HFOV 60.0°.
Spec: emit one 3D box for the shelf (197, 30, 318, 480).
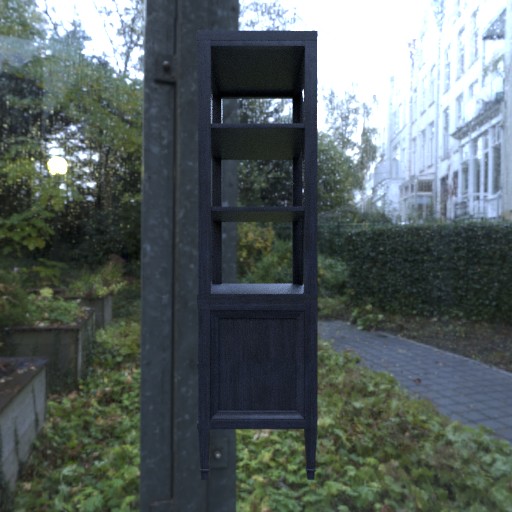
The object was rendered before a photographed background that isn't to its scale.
[{"bbox_3d":[0.000,0.000,1.989,0.472,1.727,0.584,0,0,0],"label":"shelf"}]
